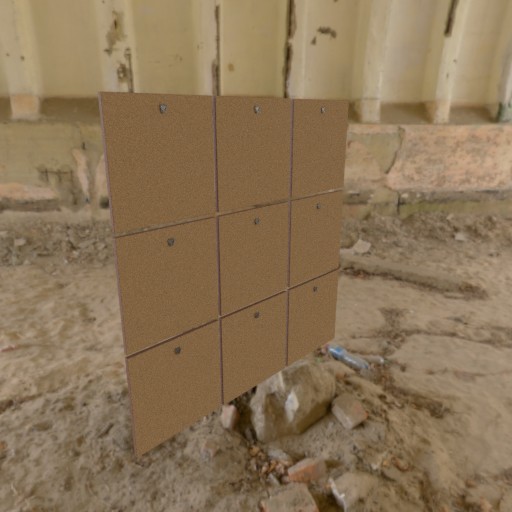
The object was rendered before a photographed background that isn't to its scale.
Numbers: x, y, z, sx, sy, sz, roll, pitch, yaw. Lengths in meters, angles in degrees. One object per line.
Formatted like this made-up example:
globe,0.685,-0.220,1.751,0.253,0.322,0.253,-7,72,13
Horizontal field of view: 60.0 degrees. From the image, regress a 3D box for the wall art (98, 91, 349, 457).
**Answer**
wall art,0.000,0.000,1.807,0.024,1.218,1.221,16,24,41
